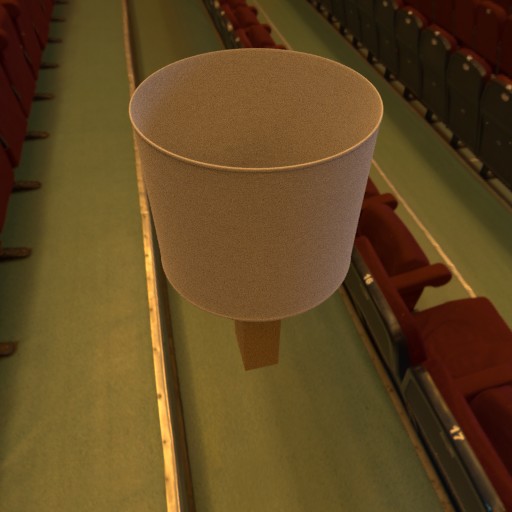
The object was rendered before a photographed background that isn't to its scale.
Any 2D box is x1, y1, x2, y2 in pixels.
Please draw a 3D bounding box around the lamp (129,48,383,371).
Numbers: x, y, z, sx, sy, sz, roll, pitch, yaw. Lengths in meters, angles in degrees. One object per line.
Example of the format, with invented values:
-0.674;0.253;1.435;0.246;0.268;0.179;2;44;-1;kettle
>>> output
0.000;0.000;0.555;0.229;0.417;0.229;-10;47;-10;lamp
